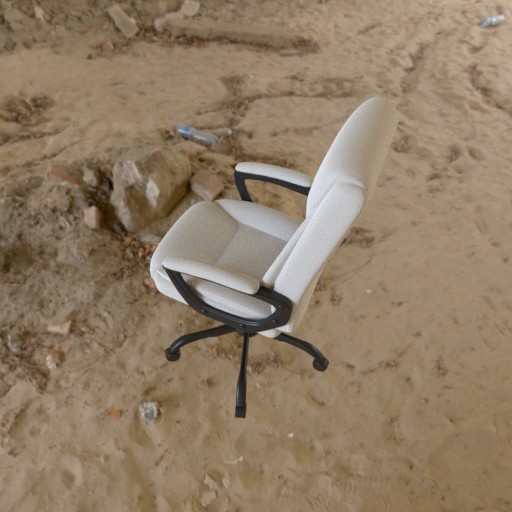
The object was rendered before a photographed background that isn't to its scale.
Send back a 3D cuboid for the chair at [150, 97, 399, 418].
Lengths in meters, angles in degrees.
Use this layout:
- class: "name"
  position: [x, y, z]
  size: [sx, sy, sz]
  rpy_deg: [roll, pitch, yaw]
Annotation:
- class: "chair"
  position: [0.000, 0.000, 1.480]
  size: [0.669, 1.065, 0.663]
  rpy_deg: [16, 48, 15]
